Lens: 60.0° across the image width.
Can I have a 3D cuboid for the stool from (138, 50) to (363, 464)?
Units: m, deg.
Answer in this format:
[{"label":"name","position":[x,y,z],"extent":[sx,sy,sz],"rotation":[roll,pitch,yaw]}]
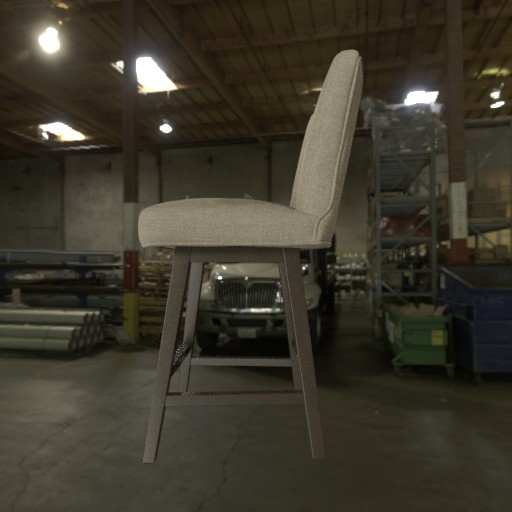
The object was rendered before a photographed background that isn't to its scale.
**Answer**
[{"label":"stool","position":[0.000,0.000,1.308],"extent":[0.574,1.000,0.514],"rotation":[0,-1,0]}]
